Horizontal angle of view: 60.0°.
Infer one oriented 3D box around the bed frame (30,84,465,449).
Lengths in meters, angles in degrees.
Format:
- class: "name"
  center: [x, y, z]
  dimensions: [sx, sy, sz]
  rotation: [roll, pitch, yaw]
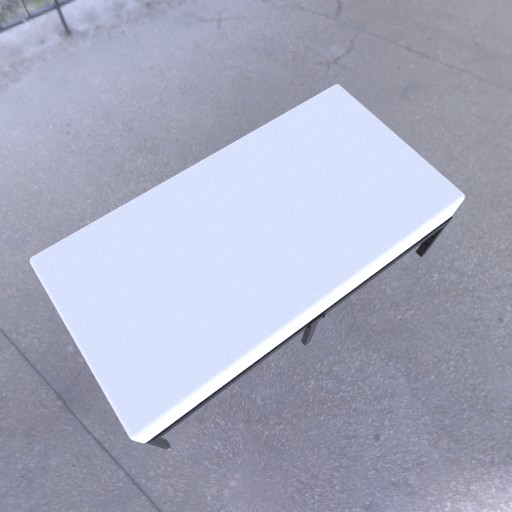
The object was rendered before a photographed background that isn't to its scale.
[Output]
- class: "bed frame"
  center: [0.000, 0.000, 2.464]
  dimensions: [1.950, 0.659, 1.023]
  rotation: [-34, 68, -15]
